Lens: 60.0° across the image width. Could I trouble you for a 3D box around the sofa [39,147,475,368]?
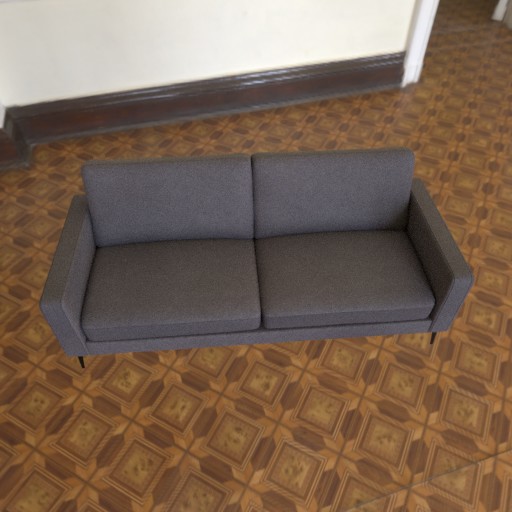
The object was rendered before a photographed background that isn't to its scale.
[{"bbox_3d":[0.000,0.000,2.303,1.925,0.828,0.774,-3,47,-3],"label":"sofa"}]
